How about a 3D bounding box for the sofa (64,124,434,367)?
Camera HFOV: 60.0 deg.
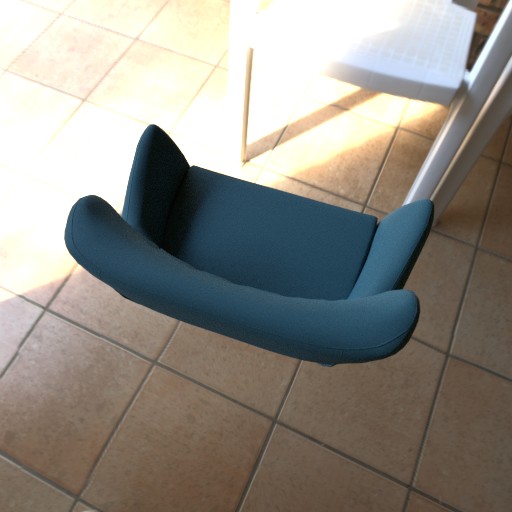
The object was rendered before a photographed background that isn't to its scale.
[{"bbox_3d":[0.000,0.000,2.022,1.397,0.889,0.889,17,66,8],"label":"sofa"}]
